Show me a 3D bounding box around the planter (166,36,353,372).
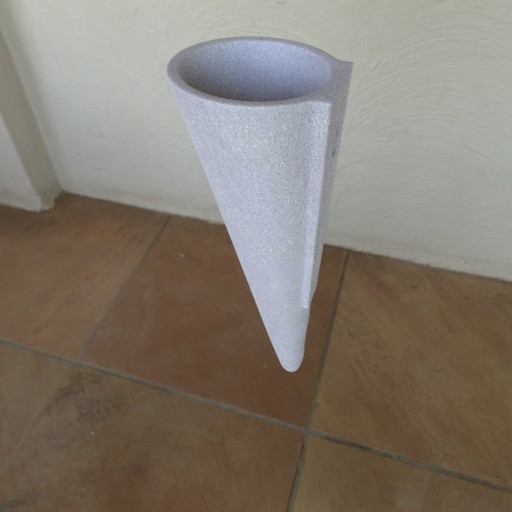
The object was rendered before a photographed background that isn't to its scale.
[{"bbox_3d":[0.000,0.000,0.304,0.087,0.259,0.078,15,48,14],"label":"planter"}]
